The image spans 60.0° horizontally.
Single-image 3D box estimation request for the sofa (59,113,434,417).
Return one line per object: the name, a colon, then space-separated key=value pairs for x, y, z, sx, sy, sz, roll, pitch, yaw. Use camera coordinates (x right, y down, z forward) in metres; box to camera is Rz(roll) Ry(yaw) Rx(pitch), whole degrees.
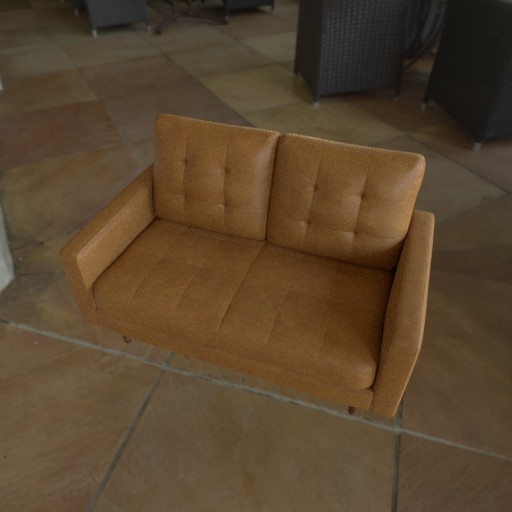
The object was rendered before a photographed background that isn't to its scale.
sofa: x=0.000 y=0.000 z=1.957 sx=1.430 sy=0.898 sz=0.868 roll=13 pitch=43 yaw=15
